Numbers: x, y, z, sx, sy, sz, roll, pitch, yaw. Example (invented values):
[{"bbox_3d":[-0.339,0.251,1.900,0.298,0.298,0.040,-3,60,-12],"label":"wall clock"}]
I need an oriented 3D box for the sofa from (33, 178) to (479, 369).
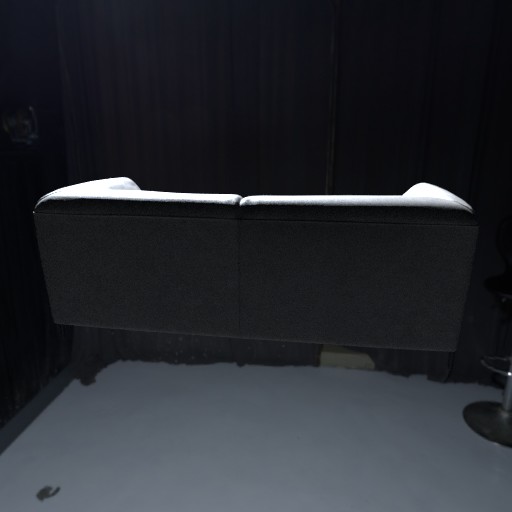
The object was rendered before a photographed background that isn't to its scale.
[{"bbox_3d":[0.000,0.000,2.295,1.878,0.747,0.905,2,16,9],"label":"sofa"}]
